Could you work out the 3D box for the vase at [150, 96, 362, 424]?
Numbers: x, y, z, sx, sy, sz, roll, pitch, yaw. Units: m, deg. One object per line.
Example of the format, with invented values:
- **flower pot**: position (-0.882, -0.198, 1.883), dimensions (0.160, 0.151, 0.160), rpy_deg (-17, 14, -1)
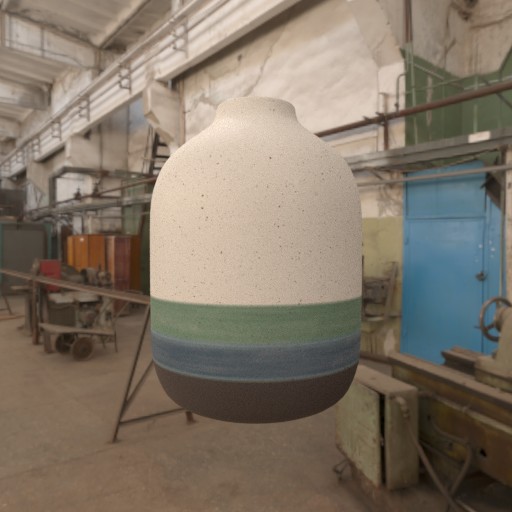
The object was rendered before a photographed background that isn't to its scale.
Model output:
- **vase**: position (0.000, 0.000, 0.364), dimensions (0.169, 0.240, 0.169), rpy_deg (0, 1, 0)
